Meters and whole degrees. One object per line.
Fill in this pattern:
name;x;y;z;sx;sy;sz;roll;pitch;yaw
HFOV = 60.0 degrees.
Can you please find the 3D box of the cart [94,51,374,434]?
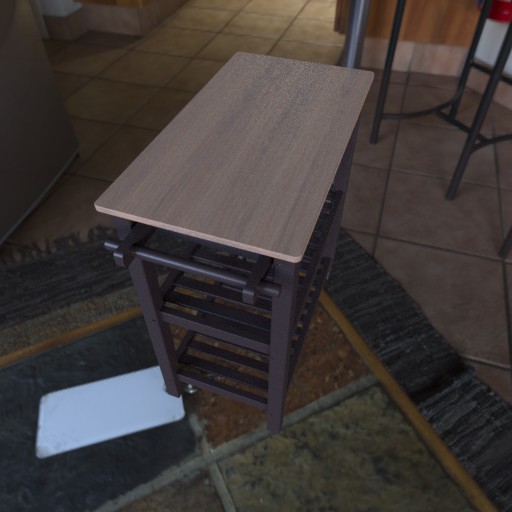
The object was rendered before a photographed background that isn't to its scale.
cart;0.000;0.000;1.470;0.457;0.927;0.899;15;49;13
